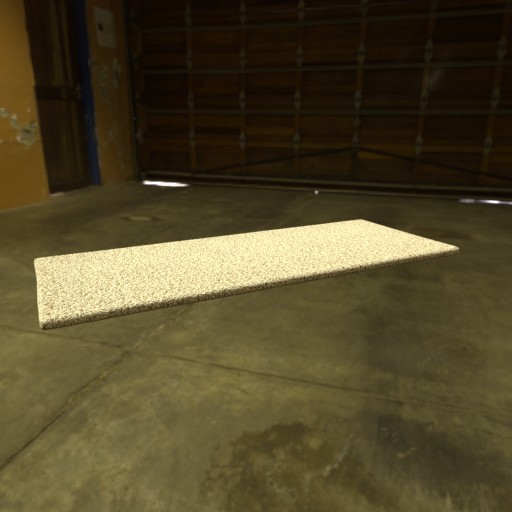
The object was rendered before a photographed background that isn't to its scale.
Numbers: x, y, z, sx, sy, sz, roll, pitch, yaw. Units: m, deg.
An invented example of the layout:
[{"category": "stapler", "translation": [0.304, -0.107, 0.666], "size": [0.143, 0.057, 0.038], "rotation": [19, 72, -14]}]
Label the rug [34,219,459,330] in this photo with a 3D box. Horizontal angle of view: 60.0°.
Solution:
[{"category": "rug", "translation": [0.000, 0.000, 1.701], "size": [1.524, 0.030, 0.609], "rotation": [-8, 19, -26]}]
